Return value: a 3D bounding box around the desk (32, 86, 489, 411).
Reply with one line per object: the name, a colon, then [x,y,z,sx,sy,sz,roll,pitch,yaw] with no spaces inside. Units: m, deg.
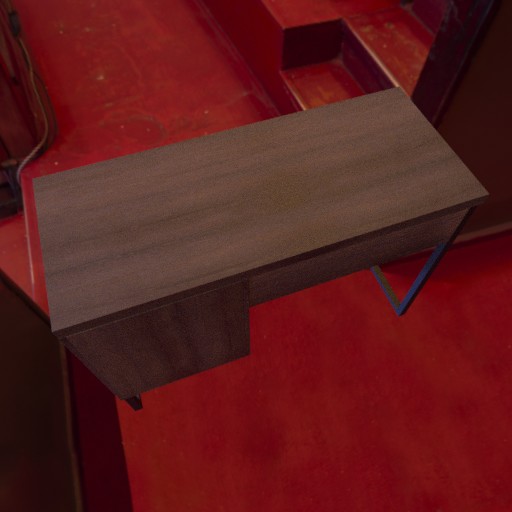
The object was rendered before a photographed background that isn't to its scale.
desk: [0.000,0.000,1.516,1.134,0.752,0.511,-17,59,-11]
